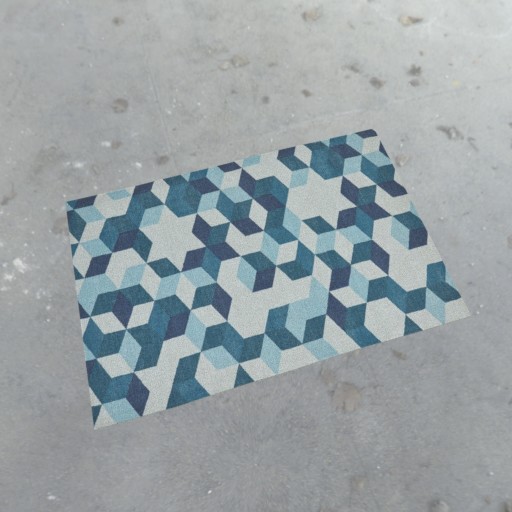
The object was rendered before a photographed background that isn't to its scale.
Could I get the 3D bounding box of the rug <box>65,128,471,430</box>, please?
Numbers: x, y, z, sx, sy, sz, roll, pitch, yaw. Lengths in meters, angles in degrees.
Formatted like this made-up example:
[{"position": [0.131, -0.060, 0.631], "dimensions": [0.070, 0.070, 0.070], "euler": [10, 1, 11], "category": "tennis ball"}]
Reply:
[{"position": [0.000, 0.000, 2.299], "dimensions": [1.829, 0.014, 1.235], "euler": [-15, 66, -7], "category": "rug"}]
